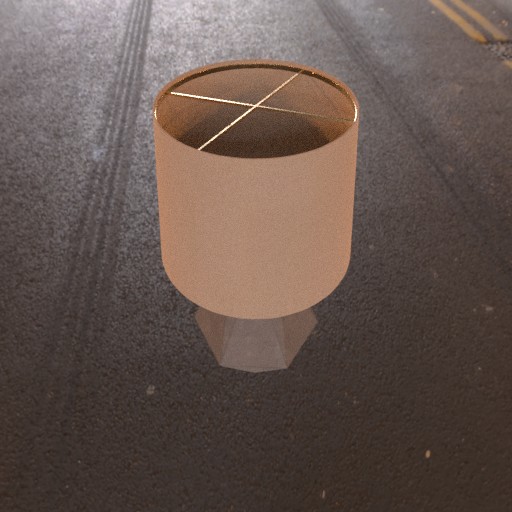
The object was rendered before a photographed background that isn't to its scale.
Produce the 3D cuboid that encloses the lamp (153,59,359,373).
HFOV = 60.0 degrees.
[{"bbox_3d":[0.000,0.000,0.677,0.276,0.501,0.276,0,46,0],"label":"lamp"}]
